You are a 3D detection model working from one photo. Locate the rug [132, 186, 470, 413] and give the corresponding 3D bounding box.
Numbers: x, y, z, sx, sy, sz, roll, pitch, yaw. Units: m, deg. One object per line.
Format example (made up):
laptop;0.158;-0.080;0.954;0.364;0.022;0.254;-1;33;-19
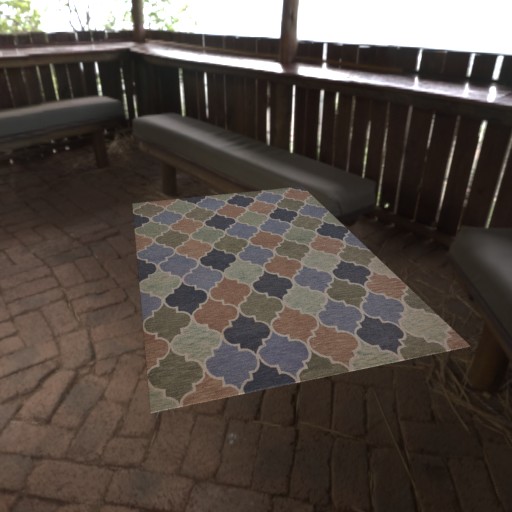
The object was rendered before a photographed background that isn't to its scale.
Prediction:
rug;0.000;0.000;2.934;1.521;0.006;2.284;-8;30;-13
